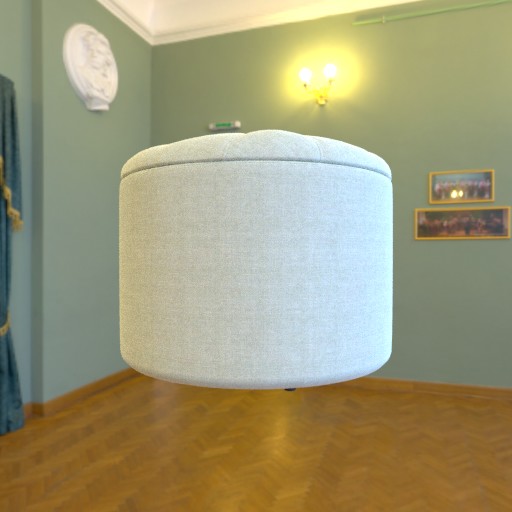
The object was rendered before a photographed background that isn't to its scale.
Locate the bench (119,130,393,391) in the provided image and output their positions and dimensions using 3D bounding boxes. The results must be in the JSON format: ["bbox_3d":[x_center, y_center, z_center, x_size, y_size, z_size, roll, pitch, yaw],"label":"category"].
[{"bbox_3d":[0.000,0.000,1.018,0.600,0.453,0.600,0,0,0],"label":"bench"}]
